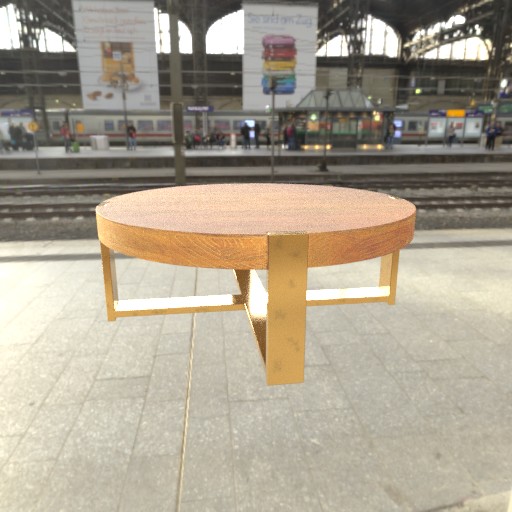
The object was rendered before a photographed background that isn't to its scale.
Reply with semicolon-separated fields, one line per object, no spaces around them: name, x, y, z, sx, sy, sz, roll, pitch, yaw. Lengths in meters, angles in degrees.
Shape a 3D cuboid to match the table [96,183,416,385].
table;0.000;0.000;1.674;1.100;0.420;1.100;0;16;0
